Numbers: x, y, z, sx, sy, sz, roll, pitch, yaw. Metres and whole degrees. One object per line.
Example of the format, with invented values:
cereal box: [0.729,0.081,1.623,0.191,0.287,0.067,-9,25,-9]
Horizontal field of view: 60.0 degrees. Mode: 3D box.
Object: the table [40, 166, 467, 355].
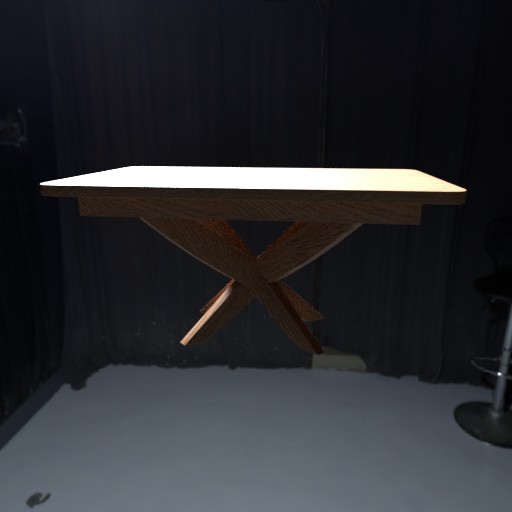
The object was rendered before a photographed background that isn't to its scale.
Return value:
table: [0.000,0.000,2.152,1.600,0.770,0.950,2,16,7]
